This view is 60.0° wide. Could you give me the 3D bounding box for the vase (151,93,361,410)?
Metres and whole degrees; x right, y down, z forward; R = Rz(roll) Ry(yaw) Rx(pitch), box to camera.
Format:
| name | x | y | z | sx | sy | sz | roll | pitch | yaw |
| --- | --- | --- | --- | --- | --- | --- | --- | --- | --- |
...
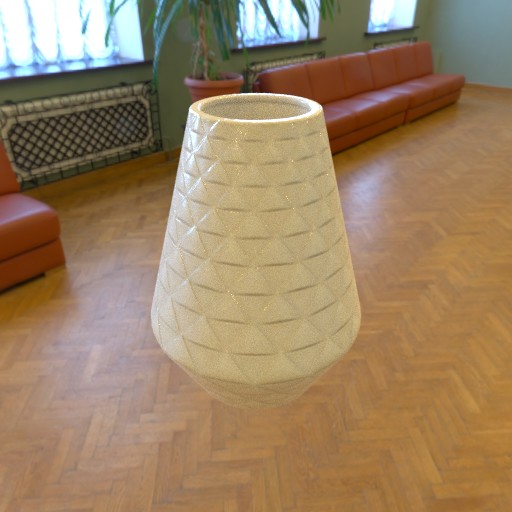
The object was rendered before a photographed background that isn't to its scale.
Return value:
| name | x | y | z | sx | sy | sz | roll | pitch | yaw |
| --- | --- | --- | --- | --- | --- | --- | --- | --- | --- |
| vase | 0.000 | 0.000 | 0.352 | 0.175 | 0.230 | 0.175 | 0 | 31 | 0 |
